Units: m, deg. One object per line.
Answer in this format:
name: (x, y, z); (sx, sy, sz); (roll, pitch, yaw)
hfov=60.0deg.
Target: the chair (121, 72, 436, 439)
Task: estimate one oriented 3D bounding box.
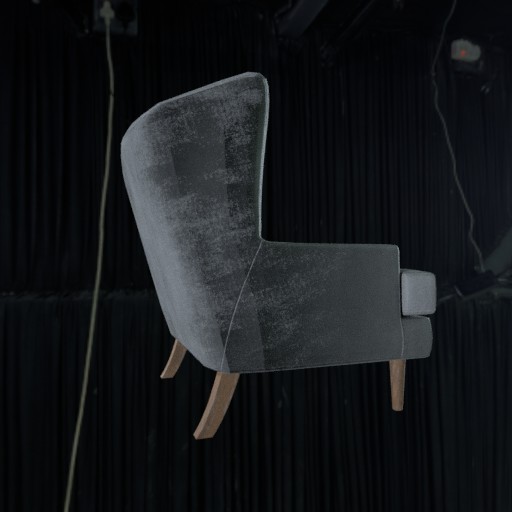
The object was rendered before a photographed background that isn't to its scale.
chair: (0.000, 0.000, 1.551); (0.906, 0.950, 0.784); (0, -1, -20)
